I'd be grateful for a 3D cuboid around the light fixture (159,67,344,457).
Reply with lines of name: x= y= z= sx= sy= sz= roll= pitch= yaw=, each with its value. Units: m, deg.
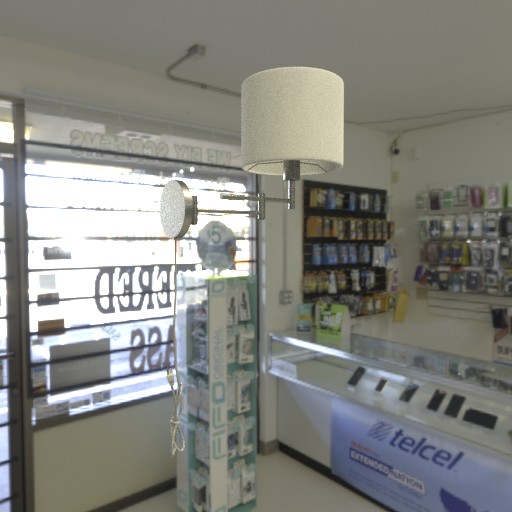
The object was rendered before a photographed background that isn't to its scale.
light fixture: x=0.000 y=0.000 z=1.052 sx=0.479 sy=0.842 sz=0.253 roll=-1 pitch=2 yaw=-37
